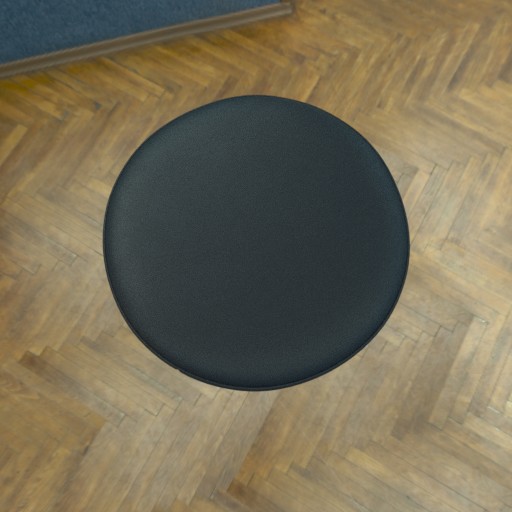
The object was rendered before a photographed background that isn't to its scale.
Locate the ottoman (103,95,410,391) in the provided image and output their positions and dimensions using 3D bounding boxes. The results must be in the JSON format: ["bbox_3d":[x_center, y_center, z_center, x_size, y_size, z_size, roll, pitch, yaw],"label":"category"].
[{"bbox_3d":[0.000,0.000,0.879,0.501,0.409,0.501,0,76,0],"label":"ottoman"}]
